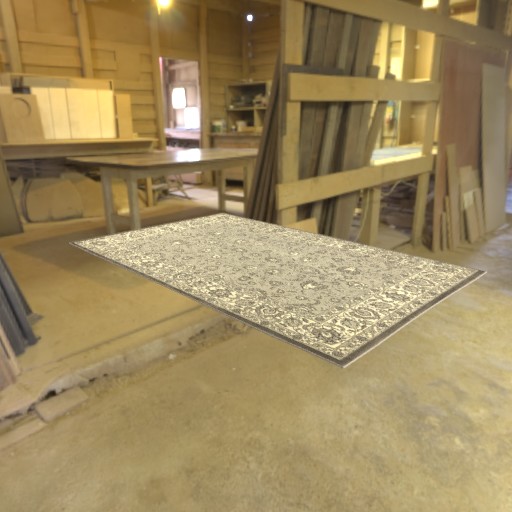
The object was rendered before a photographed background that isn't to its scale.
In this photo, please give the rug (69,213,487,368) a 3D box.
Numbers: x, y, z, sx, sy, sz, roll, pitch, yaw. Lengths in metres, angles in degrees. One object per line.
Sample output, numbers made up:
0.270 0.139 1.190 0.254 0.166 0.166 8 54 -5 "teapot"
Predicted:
0.000 0.000 2.991 2.438 0.011 1.524 17 24 42 "rug"
